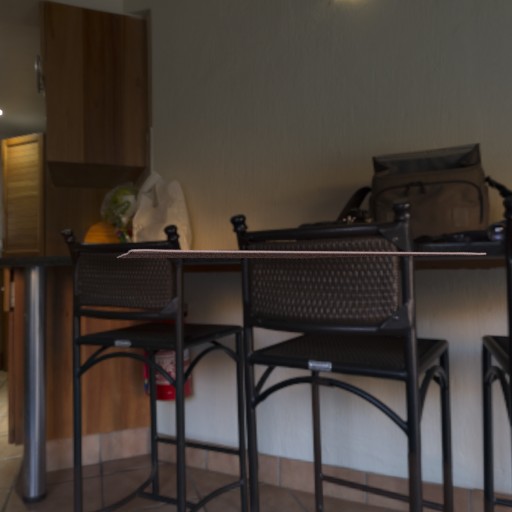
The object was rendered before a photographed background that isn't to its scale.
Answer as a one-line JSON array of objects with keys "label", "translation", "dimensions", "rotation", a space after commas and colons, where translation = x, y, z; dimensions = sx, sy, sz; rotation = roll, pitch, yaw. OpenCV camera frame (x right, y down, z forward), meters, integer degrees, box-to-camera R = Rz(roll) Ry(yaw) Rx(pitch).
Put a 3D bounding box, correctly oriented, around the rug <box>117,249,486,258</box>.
[{"label": "rug", "translation": [0.000, 0.000, 4.245], "dimensions": [2.479, 0.023, 3.092], "rotation": [0, -1, -19]}]
